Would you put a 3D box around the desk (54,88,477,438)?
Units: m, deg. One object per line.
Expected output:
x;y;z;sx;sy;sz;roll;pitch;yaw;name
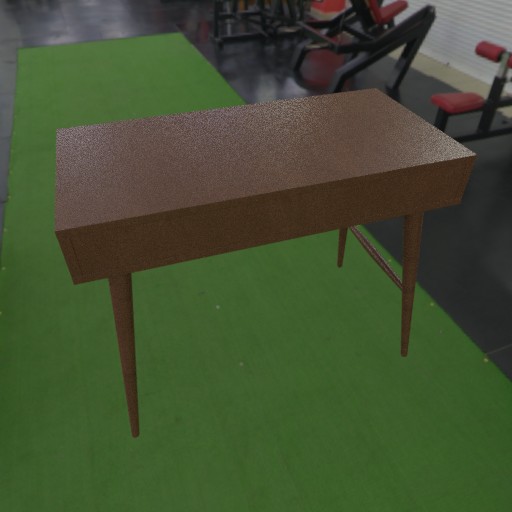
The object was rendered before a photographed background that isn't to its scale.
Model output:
0.000;0.000;1.356;0.949;0.758;0.510;-12;42;-14;desk
